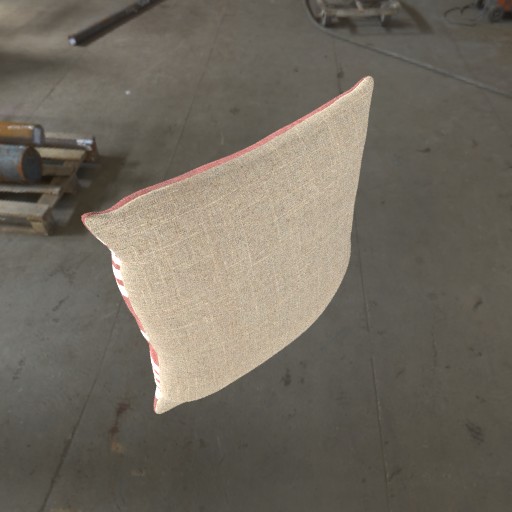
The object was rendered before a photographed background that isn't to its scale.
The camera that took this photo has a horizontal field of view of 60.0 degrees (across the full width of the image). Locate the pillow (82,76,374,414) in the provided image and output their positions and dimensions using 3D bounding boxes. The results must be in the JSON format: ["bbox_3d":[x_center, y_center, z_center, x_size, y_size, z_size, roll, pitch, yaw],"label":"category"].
[{"bbox_3d":[0.000,0.000,0.662,0.439,0.427,0.182,-33,55,-27],"label":"pillow"}]
